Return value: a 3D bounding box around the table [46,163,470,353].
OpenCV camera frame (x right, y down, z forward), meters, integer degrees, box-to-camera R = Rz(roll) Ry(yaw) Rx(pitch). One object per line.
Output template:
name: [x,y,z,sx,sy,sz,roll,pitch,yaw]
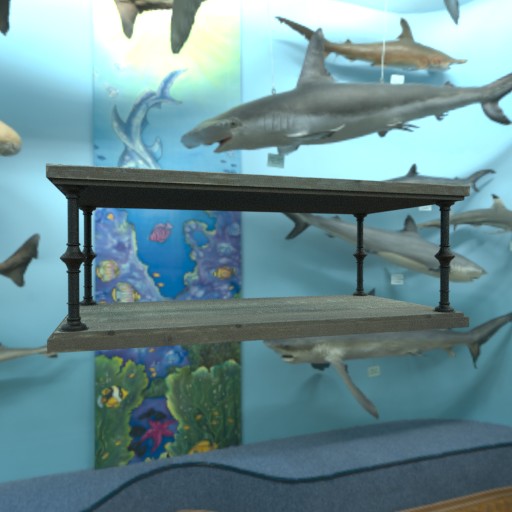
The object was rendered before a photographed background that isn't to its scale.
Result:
table: [0.000,0.000,1.353,1.088,0.399,0.554,0,1,-17]
